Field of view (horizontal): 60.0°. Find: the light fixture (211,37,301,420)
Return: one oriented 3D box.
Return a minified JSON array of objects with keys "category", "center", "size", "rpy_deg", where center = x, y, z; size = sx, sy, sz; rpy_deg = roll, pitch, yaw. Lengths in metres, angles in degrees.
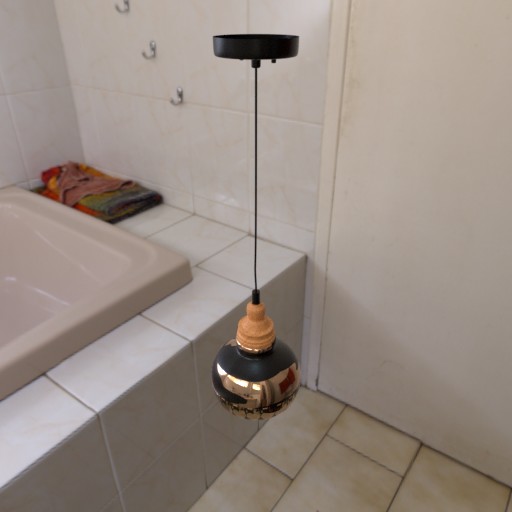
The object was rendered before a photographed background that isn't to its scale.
[{"category":"light fixture","center":[0.000,0.000,1.806],"size":[0.430,1.606,0.430],"rpy_deg":[22,36,33]}]
